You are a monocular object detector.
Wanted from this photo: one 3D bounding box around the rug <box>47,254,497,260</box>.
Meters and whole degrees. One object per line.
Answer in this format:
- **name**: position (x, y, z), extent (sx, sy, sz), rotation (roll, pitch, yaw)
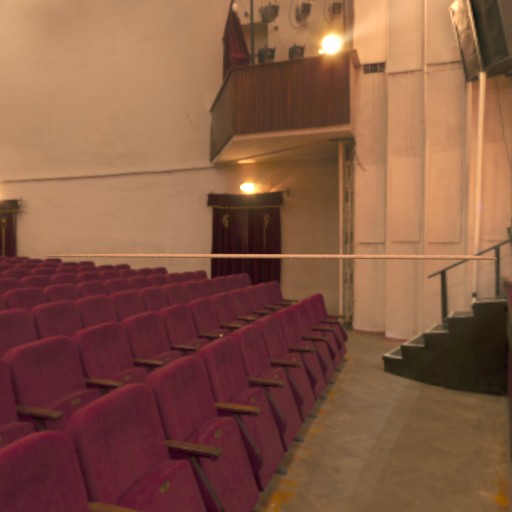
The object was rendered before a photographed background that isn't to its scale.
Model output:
- **rug**: position (0.000, 0.000, 2.380), extent (2.196, 0.011, 0.662), rotation (0, 1, 19)
